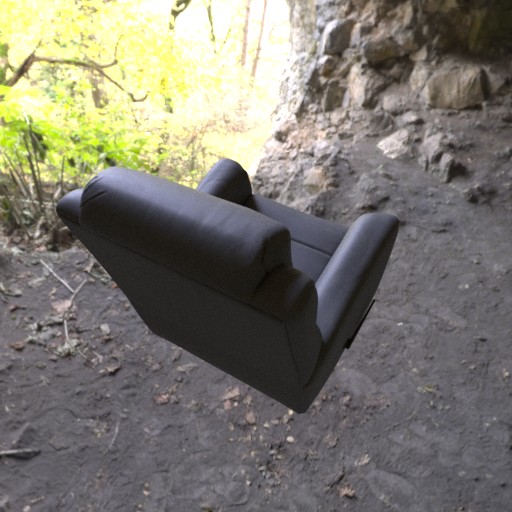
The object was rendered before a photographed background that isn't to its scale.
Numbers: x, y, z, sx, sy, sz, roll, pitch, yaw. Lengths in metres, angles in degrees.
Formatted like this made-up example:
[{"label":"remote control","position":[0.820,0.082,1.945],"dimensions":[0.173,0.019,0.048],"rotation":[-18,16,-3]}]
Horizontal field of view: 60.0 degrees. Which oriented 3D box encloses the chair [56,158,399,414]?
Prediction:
[{"label":"chair","position":[0.000,0.000,1.863],"dimensions":[0.967,1.116,1.068],"rotation":[23,49,22]}]
